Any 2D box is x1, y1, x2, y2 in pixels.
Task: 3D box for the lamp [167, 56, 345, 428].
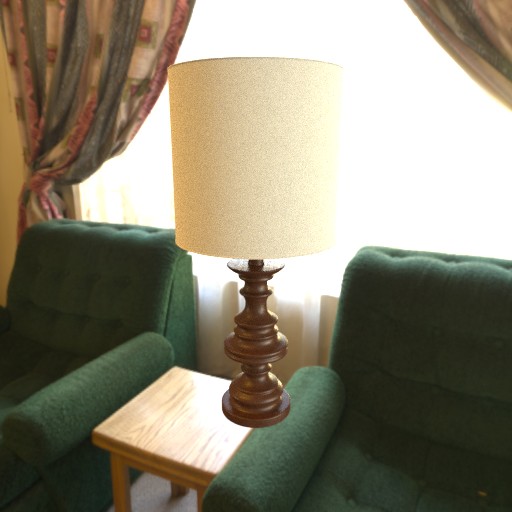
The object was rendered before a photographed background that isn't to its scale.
[{"bbox_3d":[0.000,0.000,0.588,0.208,0.455,0.208,2,15,8],"label":"lamp"}]
